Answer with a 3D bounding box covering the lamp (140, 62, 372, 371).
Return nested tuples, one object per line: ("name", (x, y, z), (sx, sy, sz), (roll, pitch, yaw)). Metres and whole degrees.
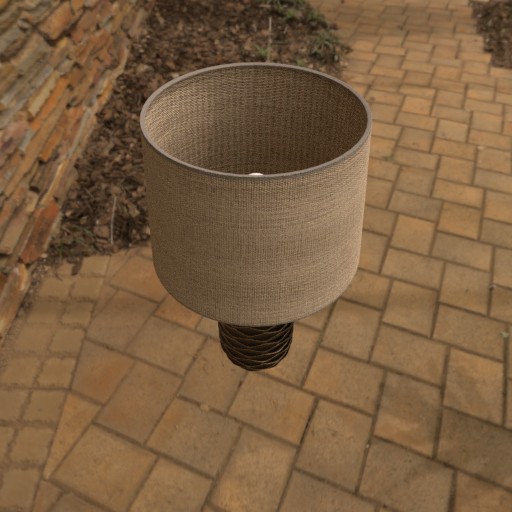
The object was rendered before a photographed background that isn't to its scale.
("lamp", (0.000, 0.000, 0.840), (0.376, 0.594, 0.376), (0, 46, 0))
